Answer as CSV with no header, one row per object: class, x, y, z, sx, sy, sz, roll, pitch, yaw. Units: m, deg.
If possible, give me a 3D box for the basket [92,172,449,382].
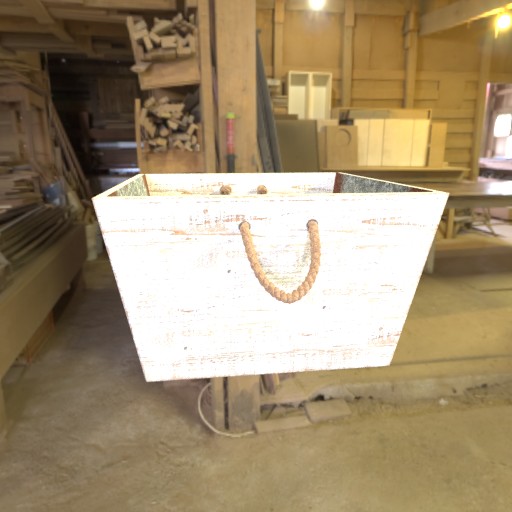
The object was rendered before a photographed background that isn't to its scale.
basket,0.000,0.000,0.733,0.413,0.247,0.545,-2,14,-7
